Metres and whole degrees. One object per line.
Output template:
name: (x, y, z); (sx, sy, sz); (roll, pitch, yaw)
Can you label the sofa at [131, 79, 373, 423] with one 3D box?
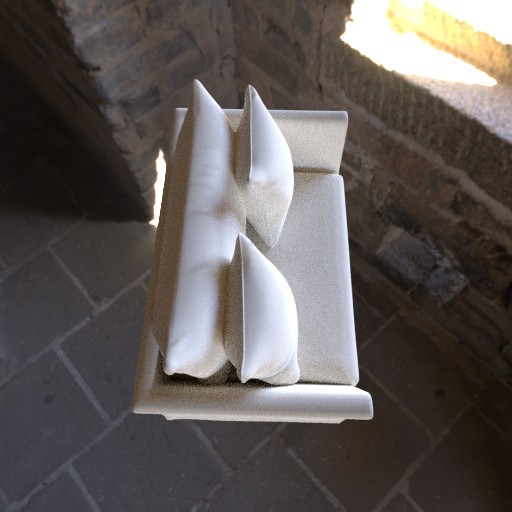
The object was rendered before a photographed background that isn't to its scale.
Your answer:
sofa: (0.000, 0.000, 2.290); (1.026, 1.039, 1.608); (1, 64, 1)
